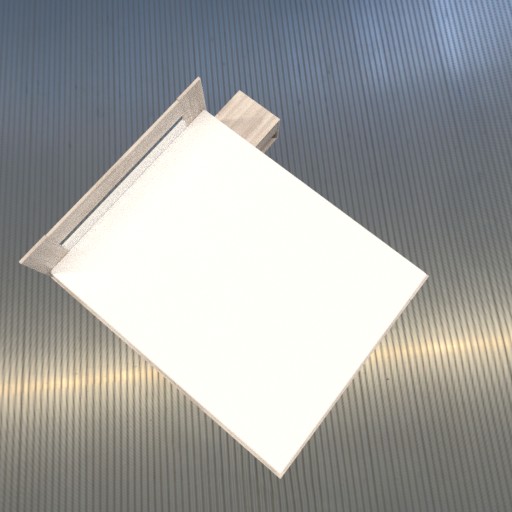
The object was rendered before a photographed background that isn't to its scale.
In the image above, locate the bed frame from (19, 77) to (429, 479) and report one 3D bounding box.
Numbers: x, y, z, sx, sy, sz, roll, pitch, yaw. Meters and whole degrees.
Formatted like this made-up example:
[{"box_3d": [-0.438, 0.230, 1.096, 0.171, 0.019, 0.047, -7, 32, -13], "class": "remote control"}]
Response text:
[{"box_3d": [0.000, 0.000, 3.137, 2.050, 0.860, 2.040, 38, 79, 9], "class": "bed frame"}]
